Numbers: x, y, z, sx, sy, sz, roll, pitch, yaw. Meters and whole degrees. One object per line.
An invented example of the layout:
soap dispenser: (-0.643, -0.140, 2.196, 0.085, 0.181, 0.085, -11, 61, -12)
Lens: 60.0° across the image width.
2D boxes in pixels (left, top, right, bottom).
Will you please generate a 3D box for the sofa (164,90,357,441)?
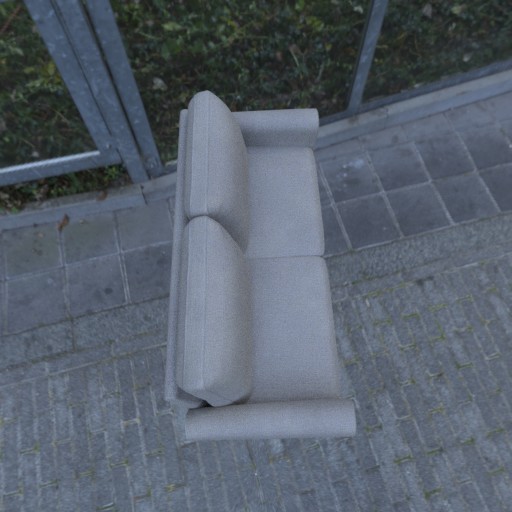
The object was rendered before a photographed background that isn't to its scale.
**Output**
sofa: (0.000, 0.000, 2.506, 0.842, 0.942, 1.935, -2, 64, -1)
